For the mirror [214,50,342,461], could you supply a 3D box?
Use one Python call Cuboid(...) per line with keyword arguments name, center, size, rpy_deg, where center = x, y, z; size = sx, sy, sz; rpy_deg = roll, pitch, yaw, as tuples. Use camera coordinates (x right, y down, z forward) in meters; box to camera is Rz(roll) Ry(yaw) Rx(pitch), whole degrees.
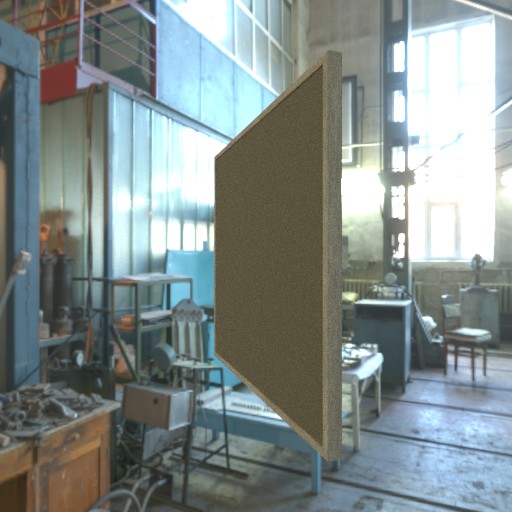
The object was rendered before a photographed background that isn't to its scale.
Cuboid(name="mirror", center=(0.000, 0.000, 1.140), size=(0.028, 0.689, 0.839), rpy_deg=(0, 0, -18))
